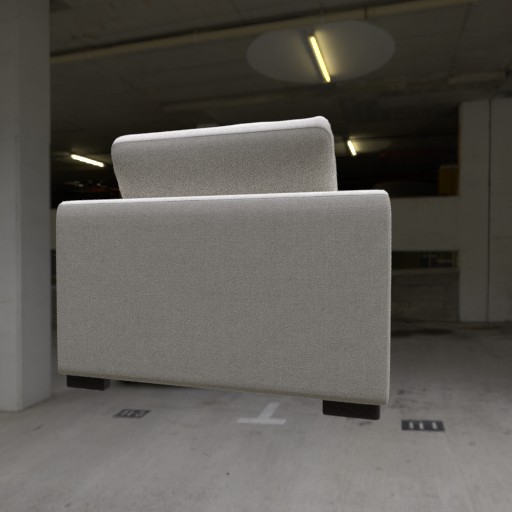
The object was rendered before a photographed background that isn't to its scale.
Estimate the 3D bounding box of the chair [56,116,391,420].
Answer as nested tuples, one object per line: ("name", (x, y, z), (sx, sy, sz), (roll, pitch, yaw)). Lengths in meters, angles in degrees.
("chair", (0.000, 0.000, 1.842), (1.070, 0.876, 1.100), (0, 1, 17))
